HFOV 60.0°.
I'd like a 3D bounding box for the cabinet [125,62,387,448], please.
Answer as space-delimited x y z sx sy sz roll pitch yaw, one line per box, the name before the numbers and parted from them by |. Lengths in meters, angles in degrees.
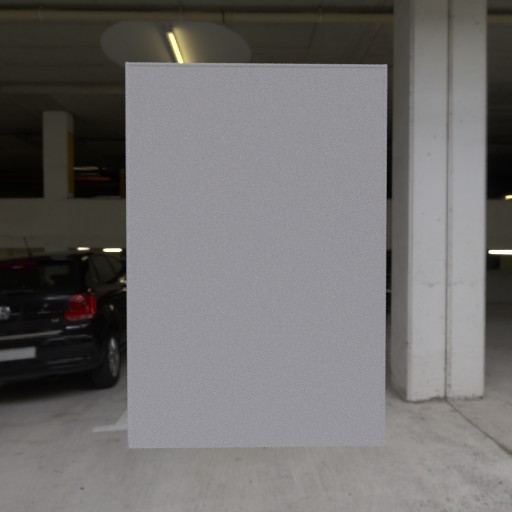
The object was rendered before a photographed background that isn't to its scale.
cabinet | 0.000 0.000 2.458 1.290 1.910 0.510 0 1 -1
